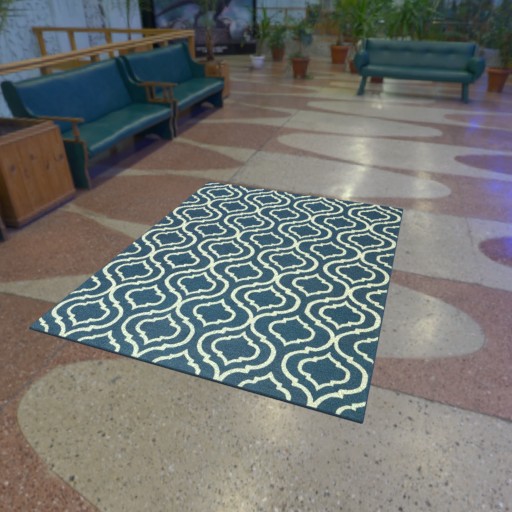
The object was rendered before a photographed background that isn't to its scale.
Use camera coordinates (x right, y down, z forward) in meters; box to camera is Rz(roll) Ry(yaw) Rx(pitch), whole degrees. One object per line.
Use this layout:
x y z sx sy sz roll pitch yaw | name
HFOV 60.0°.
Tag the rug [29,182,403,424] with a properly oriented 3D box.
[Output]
0.000 0.000 3.863 2.270 0.020 2.881 11 32 17 | rug
